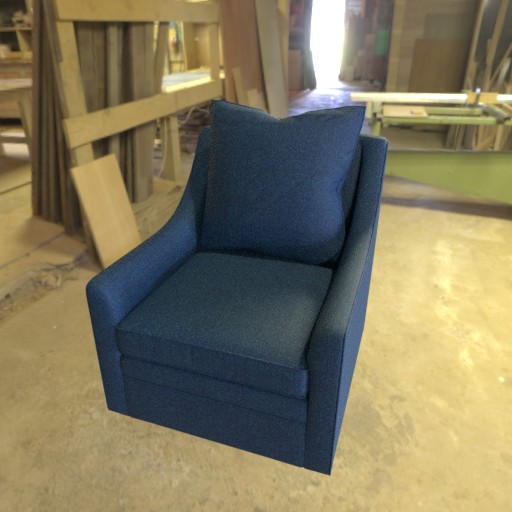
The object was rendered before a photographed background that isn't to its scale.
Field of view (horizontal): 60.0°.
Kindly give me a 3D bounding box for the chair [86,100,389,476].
[{"bbox_3d":[0.000,0.000,1.539,0.750,0.939,0.870,9,27,17],"label":"chair"}]
